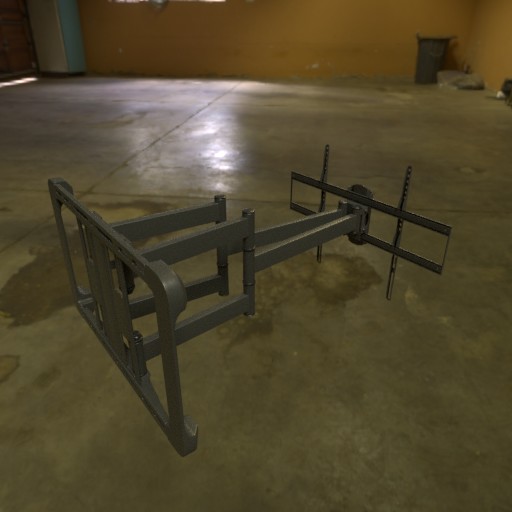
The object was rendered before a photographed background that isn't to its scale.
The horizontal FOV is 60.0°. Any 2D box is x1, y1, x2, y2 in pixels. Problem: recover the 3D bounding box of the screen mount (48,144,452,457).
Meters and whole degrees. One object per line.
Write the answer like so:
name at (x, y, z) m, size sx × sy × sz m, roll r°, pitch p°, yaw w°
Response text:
screen mount at (0.000, 0.000, 1.316) m, size 0.905 × 0.483 × 0.725 m, roll -19°, pitch 33°, yaw -32°
